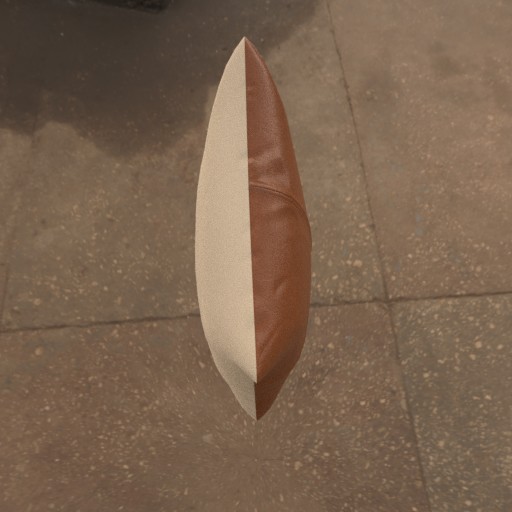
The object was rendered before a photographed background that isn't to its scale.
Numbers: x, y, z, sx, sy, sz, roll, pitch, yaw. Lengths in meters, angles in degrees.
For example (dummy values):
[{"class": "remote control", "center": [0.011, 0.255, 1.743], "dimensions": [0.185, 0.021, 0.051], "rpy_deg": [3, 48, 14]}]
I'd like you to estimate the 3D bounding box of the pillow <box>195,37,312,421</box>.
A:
[{"class": "pillow", "center": [0.000, 0.000, 0.766], "dimensions": [0.192, 0.477, 0.501], "rpy_deg": [-2, 65, -1]}]
